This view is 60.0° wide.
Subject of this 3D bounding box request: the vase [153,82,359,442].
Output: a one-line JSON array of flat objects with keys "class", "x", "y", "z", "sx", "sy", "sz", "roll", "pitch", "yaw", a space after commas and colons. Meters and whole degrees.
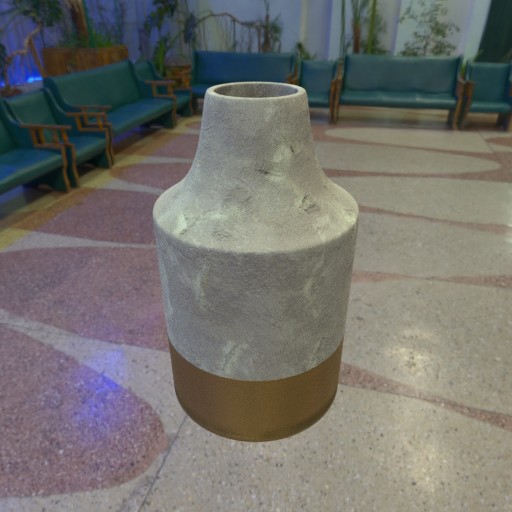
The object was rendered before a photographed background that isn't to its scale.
[{"class": "vase", "x": 0.000, "y": 0.000, "z": 0.427, "sx": 0.184, "sy": 0.305, "sz": 0.184, "roll": 0, "pitch": 30, "yaw": 0}]
